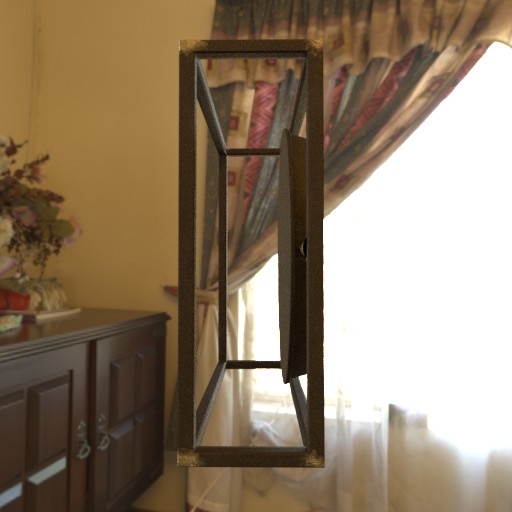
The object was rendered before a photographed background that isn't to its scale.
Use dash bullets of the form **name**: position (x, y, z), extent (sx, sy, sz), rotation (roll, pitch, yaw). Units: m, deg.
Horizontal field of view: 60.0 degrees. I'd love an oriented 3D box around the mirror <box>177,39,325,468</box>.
- **mirror**: position (0.000, 0.000, 0.466), extent (0.107, 0.303, 0.306), rotation (0, -1, 1)
